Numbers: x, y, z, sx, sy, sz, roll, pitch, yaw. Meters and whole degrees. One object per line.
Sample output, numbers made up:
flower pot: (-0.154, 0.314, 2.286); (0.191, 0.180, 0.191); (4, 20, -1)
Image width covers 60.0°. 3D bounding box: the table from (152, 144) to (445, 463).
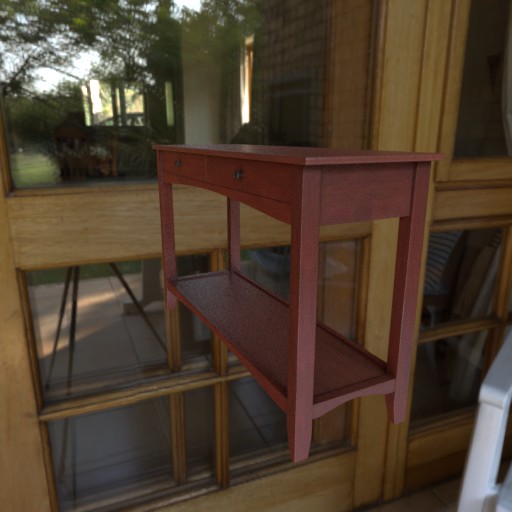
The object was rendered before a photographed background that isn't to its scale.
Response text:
table: (0.000, 0.000, 1.560); (0.392, 0.739, 1.188); (-8, 17, -26)
